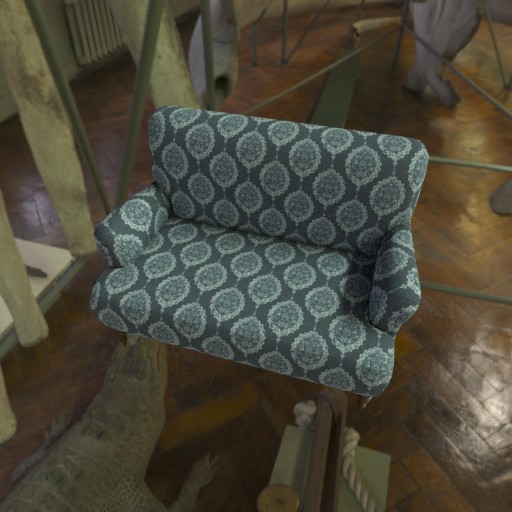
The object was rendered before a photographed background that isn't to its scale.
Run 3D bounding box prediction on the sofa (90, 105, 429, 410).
[{"bbox_3d":[0.000,0.000,1.855,1.297,0.867,0.779,12,43,13],"label":"sofa"}]
